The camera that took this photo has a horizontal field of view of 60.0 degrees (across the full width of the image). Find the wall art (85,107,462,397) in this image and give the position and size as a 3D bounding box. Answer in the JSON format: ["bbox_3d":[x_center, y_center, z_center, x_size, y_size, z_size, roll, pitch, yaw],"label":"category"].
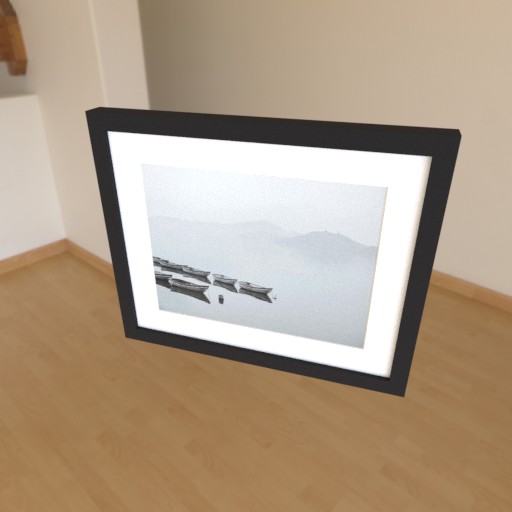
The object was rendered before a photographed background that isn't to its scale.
[{"bbox_3d":[0.000,0.000,0.540,0.397,0.325,0.028,8,30,15],"label":"wall art"}]
